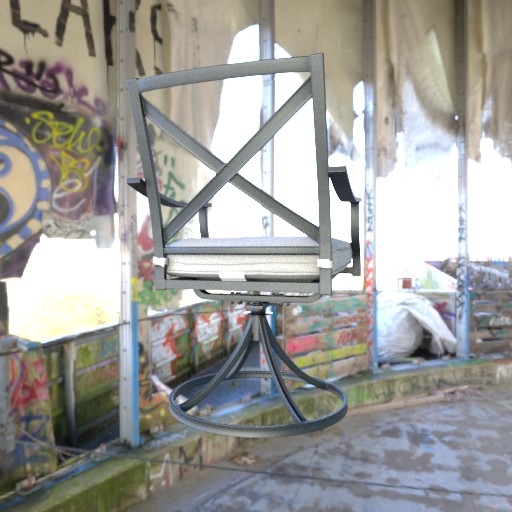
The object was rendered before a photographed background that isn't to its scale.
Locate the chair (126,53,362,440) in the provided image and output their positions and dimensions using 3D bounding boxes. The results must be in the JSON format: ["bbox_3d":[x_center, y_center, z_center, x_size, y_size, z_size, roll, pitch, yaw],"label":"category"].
[{"bbox_3d":[0.000,0.000,1.308,0.575,0.889,0.620,0,1,18],"label":"chair"}]
